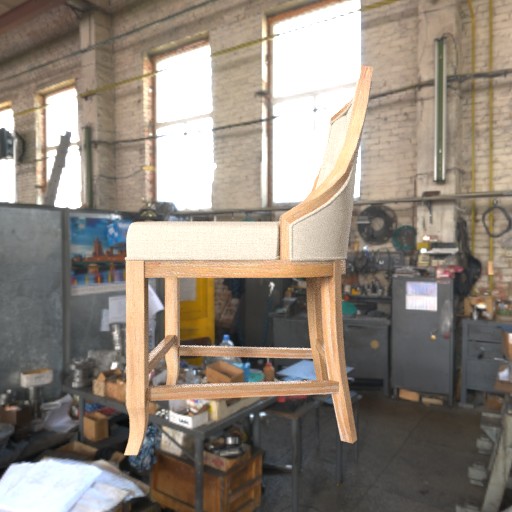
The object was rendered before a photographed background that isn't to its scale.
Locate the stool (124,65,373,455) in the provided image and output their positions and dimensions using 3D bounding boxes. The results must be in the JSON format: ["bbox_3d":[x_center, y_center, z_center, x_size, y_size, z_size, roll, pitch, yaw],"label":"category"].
[{"bbox_3d":[0.000,0.000,1.301,0.626,0.938,0.524,0,1,0],"label":"stool"}]
